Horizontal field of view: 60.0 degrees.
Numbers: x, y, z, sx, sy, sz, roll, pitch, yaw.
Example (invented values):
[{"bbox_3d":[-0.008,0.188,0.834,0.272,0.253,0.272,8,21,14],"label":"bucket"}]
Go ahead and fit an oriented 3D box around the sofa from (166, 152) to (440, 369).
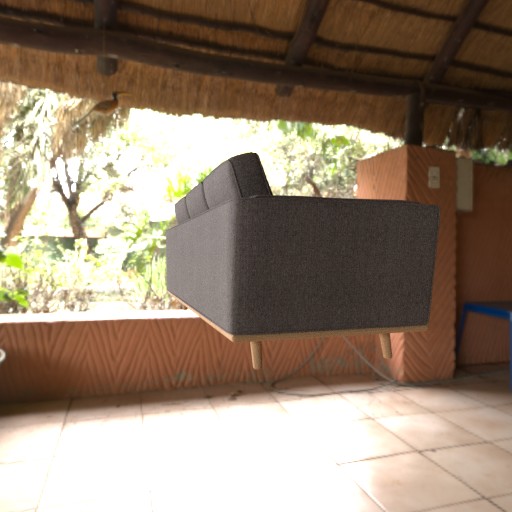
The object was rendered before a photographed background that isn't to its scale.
[{"bbox_3d":[0.000,0.000,2.814,0.903,0.899,2.362,0,0,-17],"label":"sofa"}]
